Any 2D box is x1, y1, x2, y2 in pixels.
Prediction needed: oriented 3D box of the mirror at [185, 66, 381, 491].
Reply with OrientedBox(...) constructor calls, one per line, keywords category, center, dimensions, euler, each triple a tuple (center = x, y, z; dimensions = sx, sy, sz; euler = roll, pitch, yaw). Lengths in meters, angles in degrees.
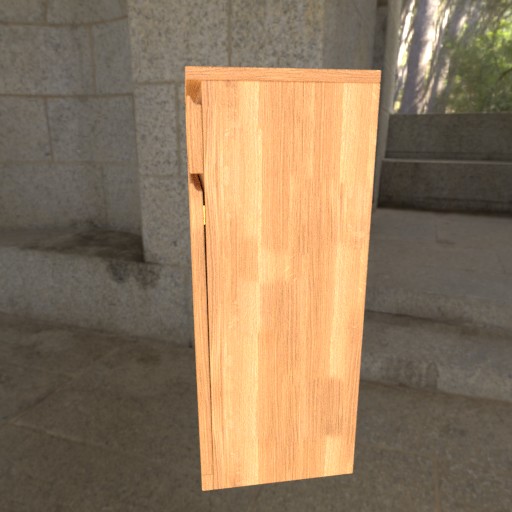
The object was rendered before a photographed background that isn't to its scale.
OrientedBox(category="mirror", center=(0.000, 0.000, 1.399), dimensions=(0.400, 1.000, 0.800), euler=(-2, 16, -8))
